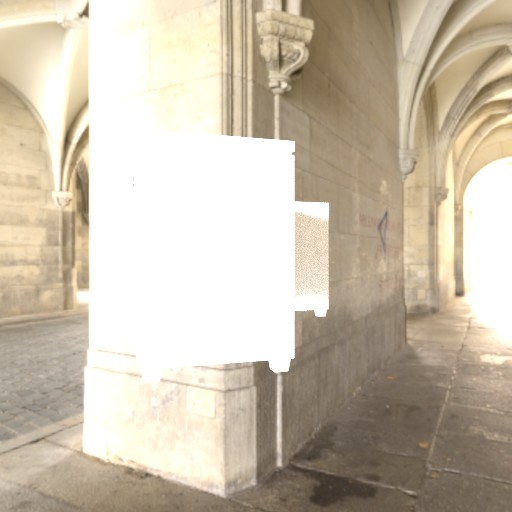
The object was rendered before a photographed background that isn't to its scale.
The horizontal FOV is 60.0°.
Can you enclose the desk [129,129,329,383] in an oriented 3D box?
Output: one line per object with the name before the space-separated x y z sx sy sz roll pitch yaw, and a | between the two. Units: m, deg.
desk | 0.000 0.000 2.222 1.199 0.759 1.524 0 0 -17
